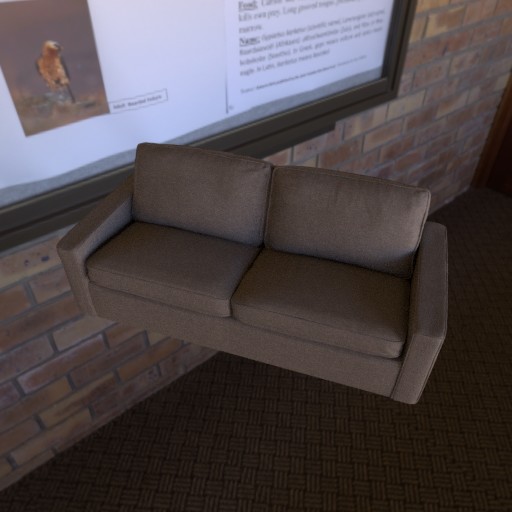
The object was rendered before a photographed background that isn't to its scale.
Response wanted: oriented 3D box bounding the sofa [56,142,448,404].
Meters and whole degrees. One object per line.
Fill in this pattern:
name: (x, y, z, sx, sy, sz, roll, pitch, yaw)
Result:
sofa: (0.000, 0.000, 2.605, 2.080, 0.919, 0.940, 12, 42, 14)
